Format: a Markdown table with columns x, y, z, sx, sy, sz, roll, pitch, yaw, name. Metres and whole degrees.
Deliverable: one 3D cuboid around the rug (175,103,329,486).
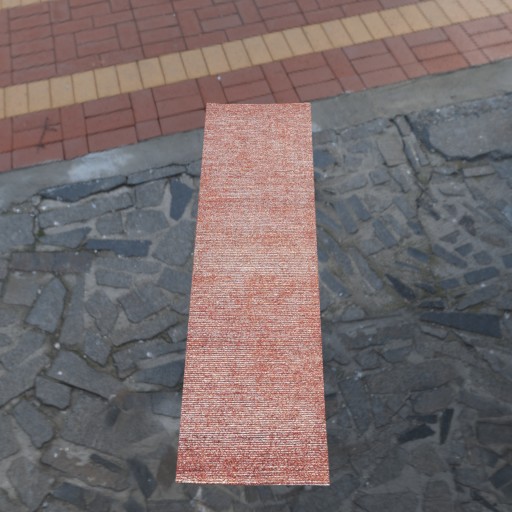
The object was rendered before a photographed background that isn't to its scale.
| x | y | z | sx | sy | sz | roll | pitch | yaw | name |
| --- | --- | --- | --- | --- | --- | --- | --- | --- | --- |
| 0.000 | 0.000 | 2.556 | 0.718 | 0.013 | 2.353 | 1 | 65 | 0 | rug |
